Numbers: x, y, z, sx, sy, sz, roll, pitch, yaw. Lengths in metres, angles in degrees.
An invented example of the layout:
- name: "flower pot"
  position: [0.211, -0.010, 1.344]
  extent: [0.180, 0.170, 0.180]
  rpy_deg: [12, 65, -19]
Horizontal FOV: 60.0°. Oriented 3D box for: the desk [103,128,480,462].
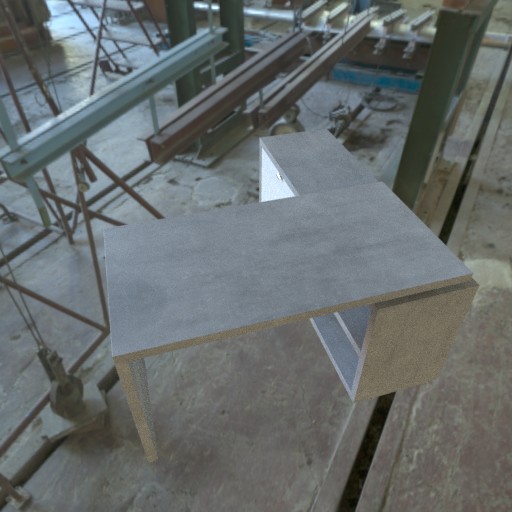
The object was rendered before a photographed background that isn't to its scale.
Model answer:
- name: "desk"
  position: [0.000, 0.000, 2.335]
  extent: [1.400, 0.740, 1.500]
  rpy_deg: [-11, 42, -13]
